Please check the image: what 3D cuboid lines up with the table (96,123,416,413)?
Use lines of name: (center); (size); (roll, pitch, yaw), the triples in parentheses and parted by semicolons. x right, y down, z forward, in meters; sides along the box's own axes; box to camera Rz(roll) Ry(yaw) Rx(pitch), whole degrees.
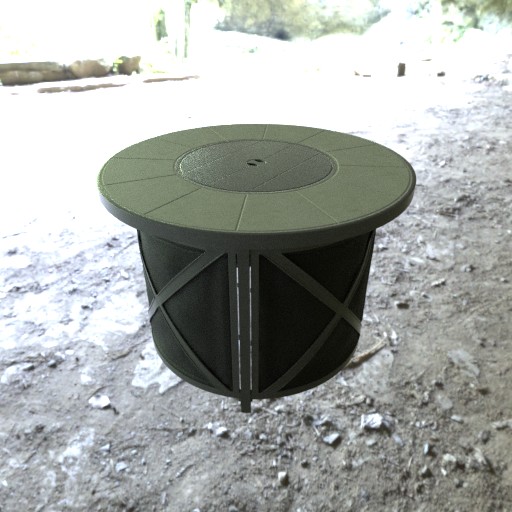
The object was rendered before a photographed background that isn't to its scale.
table: (0.000, 0.000, 1.489); (0.914, 0.650, 0.914); (0, 31, 0)
